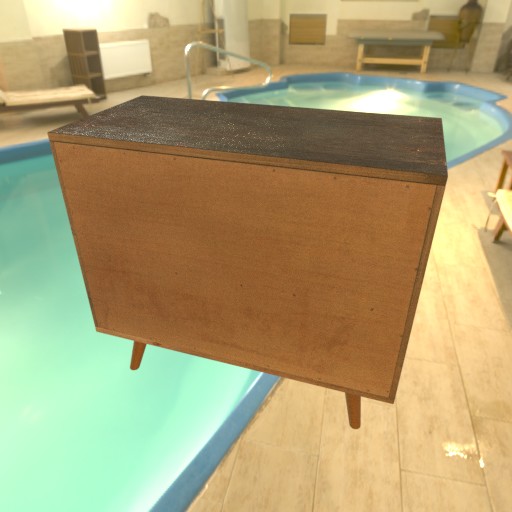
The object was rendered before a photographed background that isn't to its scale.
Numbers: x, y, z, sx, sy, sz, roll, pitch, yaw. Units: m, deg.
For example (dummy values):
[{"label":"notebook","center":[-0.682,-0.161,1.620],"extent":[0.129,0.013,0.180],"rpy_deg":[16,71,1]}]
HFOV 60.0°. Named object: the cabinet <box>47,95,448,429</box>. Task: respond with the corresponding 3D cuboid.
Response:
[{"label":"cabinet","center":[0.000,0.000,1.513],"extent":[1.023,0.897,0.529],"rpy_deg":[10,33,15]}]
